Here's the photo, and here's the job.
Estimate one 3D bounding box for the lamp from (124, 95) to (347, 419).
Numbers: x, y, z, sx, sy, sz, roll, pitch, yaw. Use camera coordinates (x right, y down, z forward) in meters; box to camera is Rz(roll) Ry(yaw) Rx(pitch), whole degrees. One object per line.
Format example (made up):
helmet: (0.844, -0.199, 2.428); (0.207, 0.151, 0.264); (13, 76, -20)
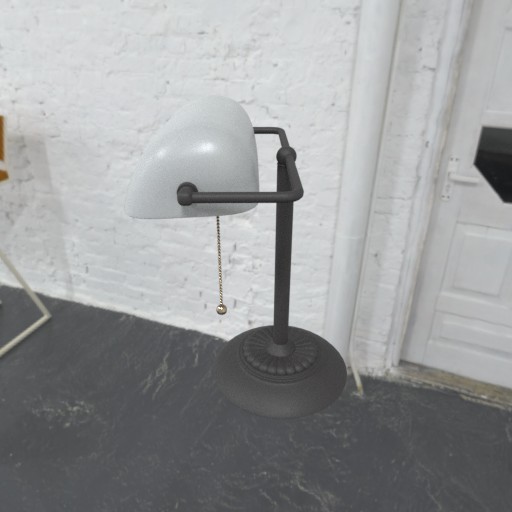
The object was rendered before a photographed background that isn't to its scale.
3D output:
lamp: (0.000, 0.000, 0.520); (0.243, 0.339, 0.264); (0, 28, -1)
